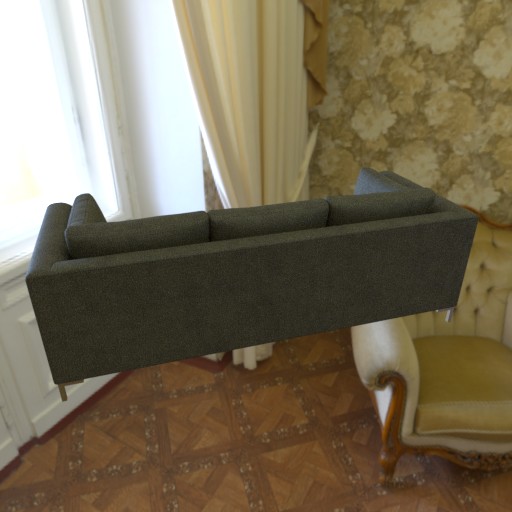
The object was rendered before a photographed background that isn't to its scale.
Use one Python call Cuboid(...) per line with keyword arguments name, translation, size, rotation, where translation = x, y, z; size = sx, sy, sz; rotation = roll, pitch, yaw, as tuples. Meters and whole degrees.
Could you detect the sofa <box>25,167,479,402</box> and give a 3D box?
Cuboid(name="sofa", translation=(0.000, 0.000, 2.801), size=(2.415, 0.867, 0.969), rotation=(-8, 29, -15))
